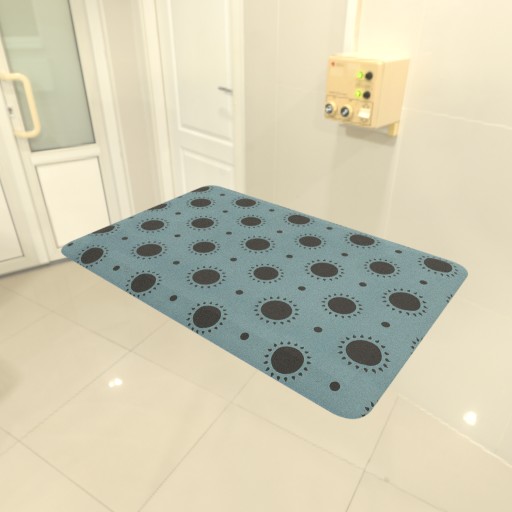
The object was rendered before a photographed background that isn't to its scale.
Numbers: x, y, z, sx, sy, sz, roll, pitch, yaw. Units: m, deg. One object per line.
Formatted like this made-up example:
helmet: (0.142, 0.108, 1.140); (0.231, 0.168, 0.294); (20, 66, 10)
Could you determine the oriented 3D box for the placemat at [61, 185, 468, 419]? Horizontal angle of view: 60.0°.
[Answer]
placemat: (0.000, 0.000, 0.963); (0.762, 0.021, 0.508); (22, 37, 33)
